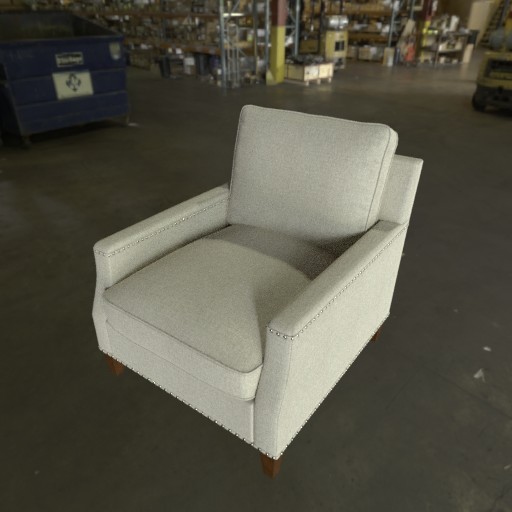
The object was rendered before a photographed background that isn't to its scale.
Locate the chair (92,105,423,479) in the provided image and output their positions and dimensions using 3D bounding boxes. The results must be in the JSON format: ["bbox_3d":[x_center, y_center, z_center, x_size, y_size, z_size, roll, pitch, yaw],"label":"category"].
[{"bbox_3d":[0.000,0.000,1.700,0.853,0.943,1.014,20,35,31],"label":"chair"}]
